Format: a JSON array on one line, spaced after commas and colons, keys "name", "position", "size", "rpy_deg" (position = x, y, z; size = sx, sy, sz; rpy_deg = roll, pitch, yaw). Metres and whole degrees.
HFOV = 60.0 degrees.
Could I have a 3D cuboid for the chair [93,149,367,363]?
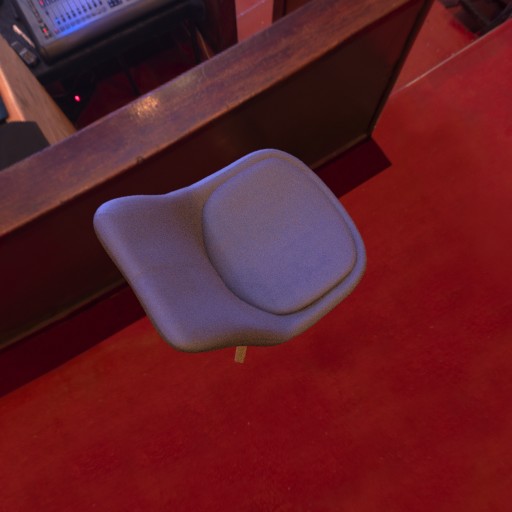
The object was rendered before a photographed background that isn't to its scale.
[{"name": "chair", "position": [0.000, 0.000, 1.218], "size": [0.547, 0.865, 0.483], "rpy_deg": [-34, 79, -8]}]
